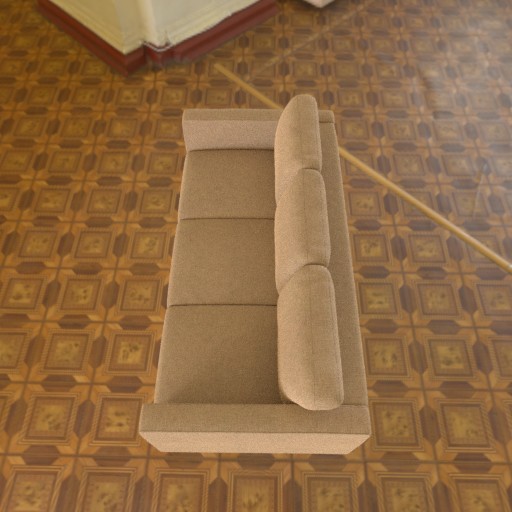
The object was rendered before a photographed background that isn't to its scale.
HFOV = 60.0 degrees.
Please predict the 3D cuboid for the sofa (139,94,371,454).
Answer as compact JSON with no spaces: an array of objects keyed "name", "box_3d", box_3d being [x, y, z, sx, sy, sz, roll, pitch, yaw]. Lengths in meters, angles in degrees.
[{"name":"sofa","box_3d":[0.000,0.000,2.356,0.930,0.800,1.855,1,58,0]}]
